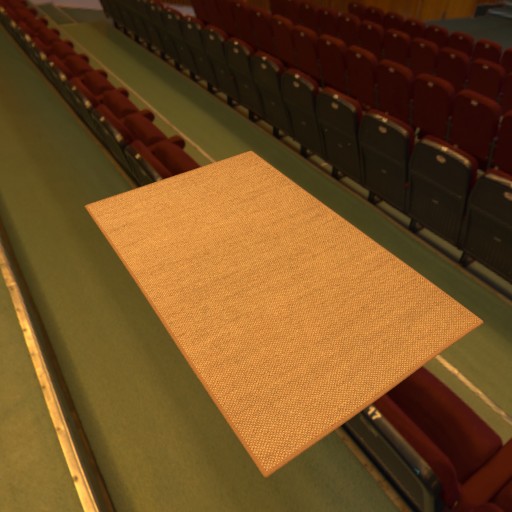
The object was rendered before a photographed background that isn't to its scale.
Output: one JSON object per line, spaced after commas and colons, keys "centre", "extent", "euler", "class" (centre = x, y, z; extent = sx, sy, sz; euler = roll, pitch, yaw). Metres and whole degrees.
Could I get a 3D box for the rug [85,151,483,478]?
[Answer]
{"centre": [0.000, 0.000, 2.044], "extent": [1.061, 0.012, 1.668], "euler": [-24, 47, -25], "class": "rug"}
